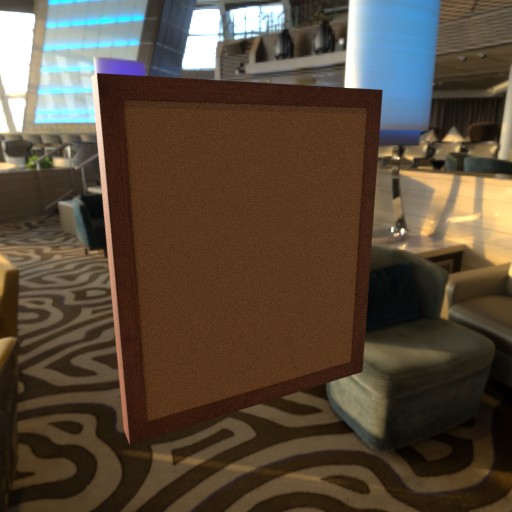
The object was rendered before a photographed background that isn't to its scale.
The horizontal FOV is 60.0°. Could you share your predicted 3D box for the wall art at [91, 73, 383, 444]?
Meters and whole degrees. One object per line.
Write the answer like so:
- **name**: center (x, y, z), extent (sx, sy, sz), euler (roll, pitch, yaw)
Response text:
- **wall art**: center (0.000, 0.000, 0.524), extent (0.330, 0.381, 0.030), euler (-8, 17, -27)
